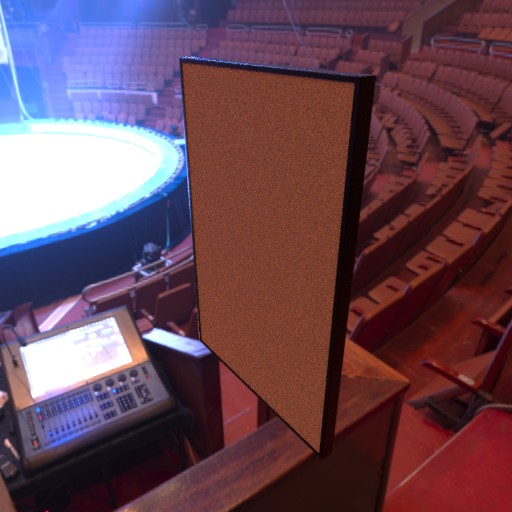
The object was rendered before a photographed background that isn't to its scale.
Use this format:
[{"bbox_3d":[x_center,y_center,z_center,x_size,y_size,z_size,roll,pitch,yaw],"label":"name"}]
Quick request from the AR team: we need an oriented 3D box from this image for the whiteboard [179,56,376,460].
[{"bbox_3d":[0.000,0.000,0.765,0.026,0.611,0.406,-19,33,-32],"label":"whiteboard"}]
